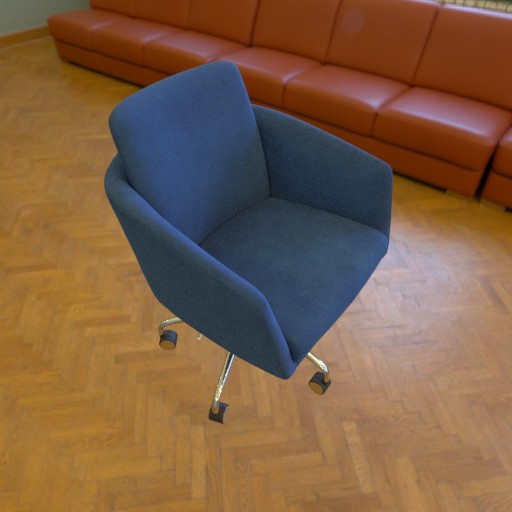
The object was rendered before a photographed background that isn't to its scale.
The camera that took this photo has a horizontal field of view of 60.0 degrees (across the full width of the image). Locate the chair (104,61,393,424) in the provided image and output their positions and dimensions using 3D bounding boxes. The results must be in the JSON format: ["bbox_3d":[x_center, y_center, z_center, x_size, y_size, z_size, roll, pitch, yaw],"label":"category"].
[{"bbox_3d":[0.000,0.000,1.296,0.635,0.908,0.641,26,48,26],"label":"chair"}]
